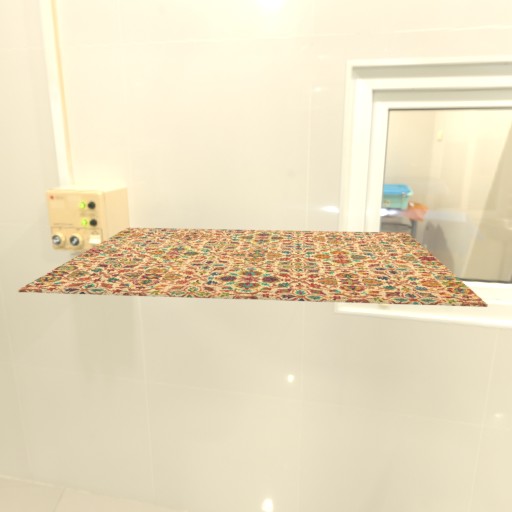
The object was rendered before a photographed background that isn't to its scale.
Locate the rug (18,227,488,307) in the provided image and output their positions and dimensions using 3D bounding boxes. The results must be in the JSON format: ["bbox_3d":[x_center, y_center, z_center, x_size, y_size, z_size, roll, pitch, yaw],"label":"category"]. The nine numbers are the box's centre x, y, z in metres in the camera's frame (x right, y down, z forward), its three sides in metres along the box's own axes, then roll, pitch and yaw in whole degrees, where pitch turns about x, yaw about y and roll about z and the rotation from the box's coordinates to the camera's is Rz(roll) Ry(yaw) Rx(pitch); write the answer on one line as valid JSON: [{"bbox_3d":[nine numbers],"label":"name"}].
[{"bbox_3d":[0.000,0.000,2.306,1.838,0.013,1.226,1,16,5],"label":"rug"}]
